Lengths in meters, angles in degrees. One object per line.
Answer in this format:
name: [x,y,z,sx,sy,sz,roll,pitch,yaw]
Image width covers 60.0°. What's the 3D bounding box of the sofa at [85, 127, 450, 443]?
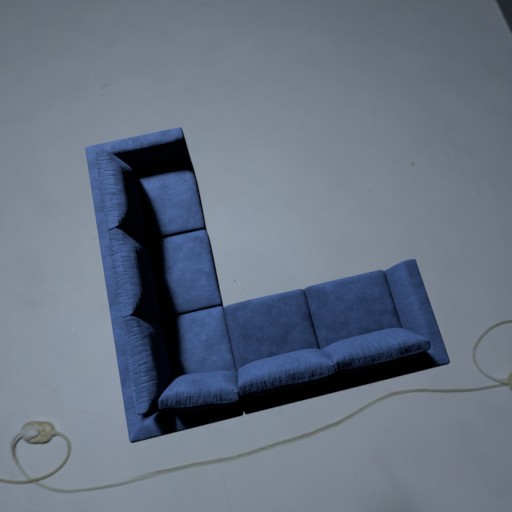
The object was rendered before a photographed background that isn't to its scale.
sofa: [0.000,0.000,3.846,2.472,0.988,2.463,-13,75,-3]
